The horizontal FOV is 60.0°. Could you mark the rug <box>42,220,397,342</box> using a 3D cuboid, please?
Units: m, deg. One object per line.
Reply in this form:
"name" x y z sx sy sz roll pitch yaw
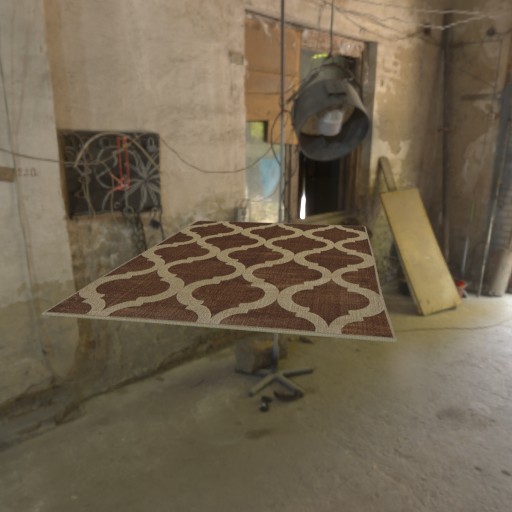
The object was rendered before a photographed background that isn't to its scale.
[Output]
"rug" 0.000 0.000 2.912 1.526 0.014 2.290 3 15 10
